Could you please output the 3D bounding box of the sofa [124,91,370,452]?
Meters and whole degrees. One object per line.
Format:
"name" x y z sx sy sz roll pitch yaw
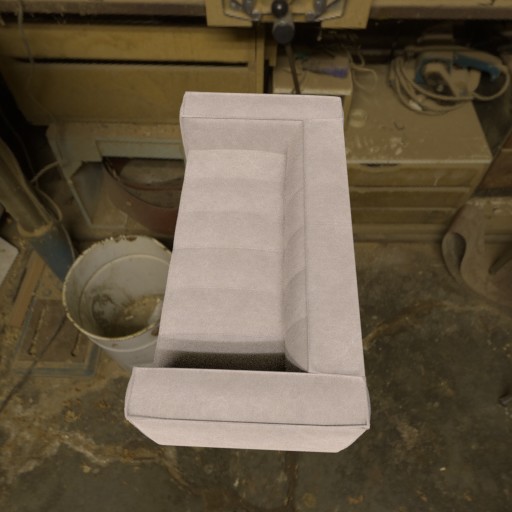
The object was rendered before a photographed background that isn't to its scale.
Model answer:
"sofa" 0.000 0.000 2.527 1.038 0.680 1.995 2 59 1
